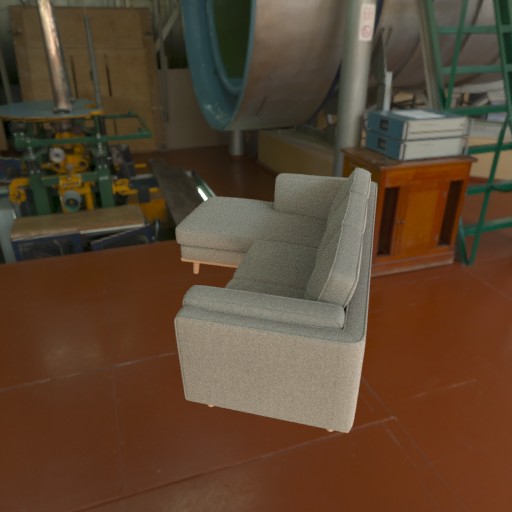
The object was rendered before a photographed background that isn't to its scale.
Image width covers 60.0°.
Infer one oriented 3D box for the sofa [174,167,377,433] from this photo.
[{"bbox_3d":[0.000,0.000,3.206,1.604,0.929,2.411,7,28,13],"label":"sofa"}]
